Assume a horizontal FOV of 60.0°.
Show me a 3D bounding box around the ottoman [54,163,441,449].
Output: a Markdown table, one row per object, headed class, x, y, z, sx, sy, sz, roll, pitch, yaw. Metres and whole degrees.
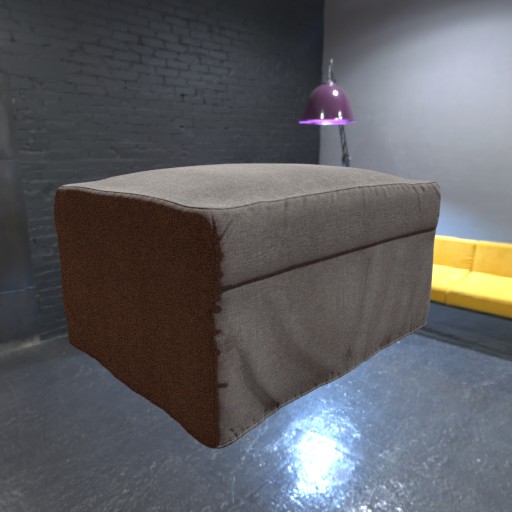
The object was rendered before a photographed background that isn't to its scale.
| class | x | y | z | sx | sy | sz | roll | pitch | yaw |
| --- | --- | --- | --- | --- | --- | --- | --- | --- | --- |
| ottoman | 0.000 | 0.000 | 1.210 | 0.833 | 0.492 | 0.652 | -13 | 19 | -43 |
